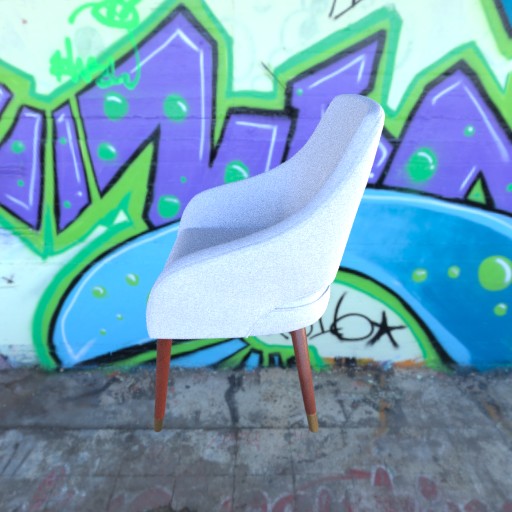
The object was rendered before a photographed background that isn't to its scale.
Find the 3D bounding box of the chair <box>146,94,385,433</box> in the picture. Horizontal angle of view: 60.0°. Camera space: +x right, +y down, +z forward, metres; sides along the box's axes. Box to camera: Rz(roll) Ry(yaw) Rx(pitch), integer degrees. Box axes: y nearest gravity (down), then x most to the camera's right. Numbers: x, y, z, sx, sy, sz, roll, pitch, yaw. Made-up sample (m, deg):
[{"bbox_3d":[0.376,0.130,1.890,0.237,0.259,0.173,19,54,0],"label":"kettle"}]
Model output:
[{"bbox_3d":[0.000,0.000,1.319,0.600,0.889,0.609,0,25,-1],"label":"chair"}]
